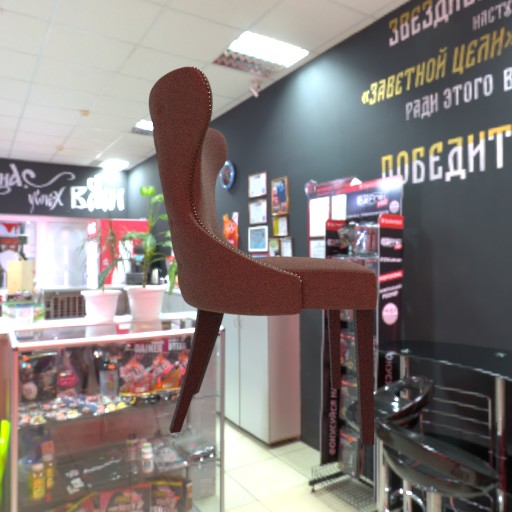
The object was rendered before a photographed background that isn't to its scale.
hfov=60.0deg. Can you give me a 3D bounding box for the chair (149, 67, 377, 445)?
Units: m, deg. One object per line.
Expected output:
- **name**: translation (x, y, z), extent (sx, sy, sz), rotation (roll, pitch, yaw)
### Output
- **chair**: translation (0.000, 0.000, 1.391), extent (0.635, 0.967, 0.628), rotation (0, 0, 1)
